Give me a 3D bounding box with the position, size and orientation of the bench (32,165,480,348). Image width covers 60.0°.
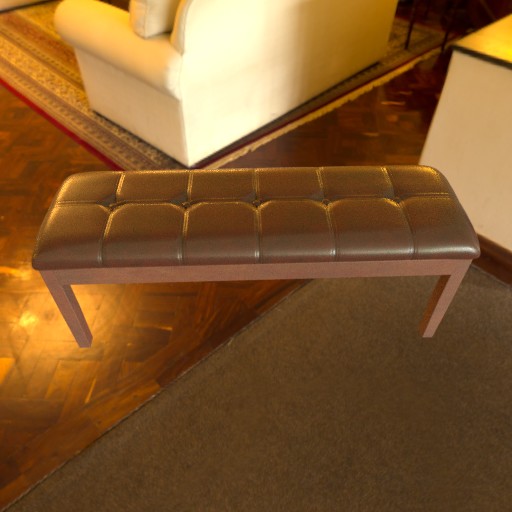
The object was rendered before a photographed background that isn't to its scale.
[{"bbox_3d":[0.000,0.000,1.493,1.259,0.491,0.401,-1,46,-1],"label":"bench"}]
